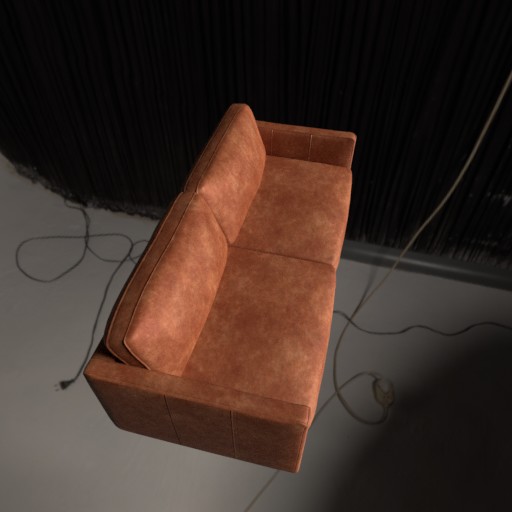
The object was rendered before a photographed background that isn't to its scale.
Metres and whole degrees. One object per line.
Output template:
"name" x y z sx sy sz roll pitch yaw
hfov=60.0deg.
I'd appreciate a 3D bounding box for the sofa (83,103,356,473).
"sofa" 0.000 0.000 2.450 0.923 0.863 1.971 10 48 9
